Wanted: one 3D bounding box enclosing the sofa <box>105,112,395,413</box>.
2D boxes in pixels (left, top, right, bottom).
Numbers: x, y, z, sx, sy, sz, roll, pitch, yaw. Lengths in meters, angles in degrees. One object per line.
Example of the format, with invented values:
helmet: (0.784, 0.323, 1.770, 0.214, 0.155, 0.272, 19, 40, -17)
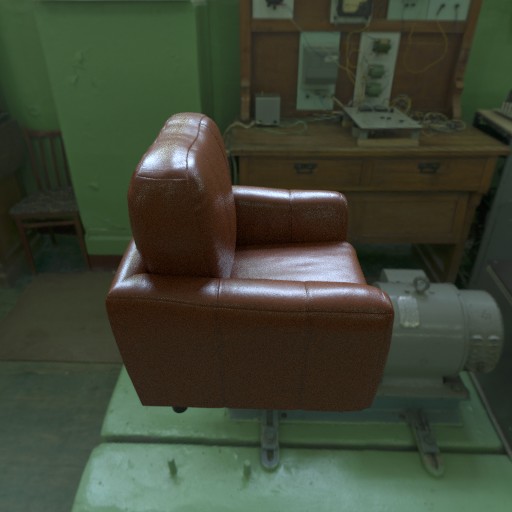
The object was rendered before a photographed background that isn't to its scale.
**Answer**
sofa: (0.000, 0.000, 1.536, 0.789, 0.876, 0.836, 0, 31, 0)
